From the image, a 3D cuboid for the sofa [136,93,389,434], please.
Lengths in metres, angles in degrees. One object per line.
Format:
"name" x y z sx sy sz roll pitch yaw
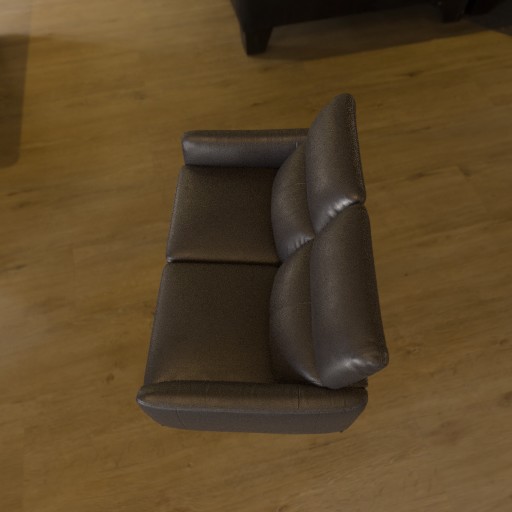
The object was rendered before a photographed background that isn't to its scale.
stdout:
"sofa" 0.000 0.000 2.212 0.958 0.920 1.596 2 58 1
